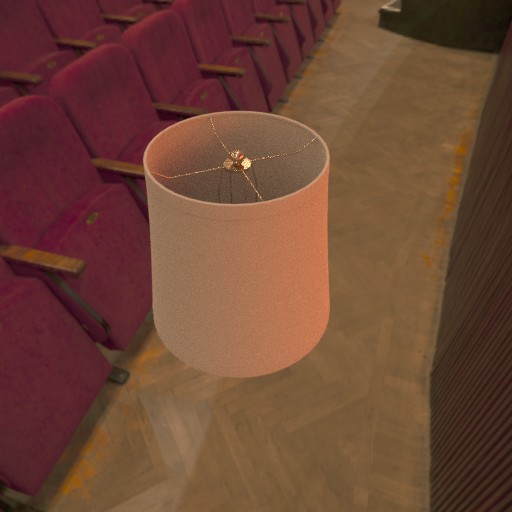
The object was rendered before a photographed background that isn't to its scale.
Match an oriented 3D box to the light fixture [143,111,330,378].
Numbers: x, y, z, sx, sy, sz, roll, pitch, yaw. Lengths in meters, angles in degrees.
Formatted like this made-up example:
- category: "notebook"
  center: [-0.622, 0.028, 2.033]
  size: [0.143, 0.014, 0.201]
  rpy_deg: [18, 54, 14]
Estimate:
- category: "light fixture"
  center: [0.000, 0.000, 0.595]
  size: [0.223, 0.381, 0.348]
  rpy_deg: [12, 44, 12]
